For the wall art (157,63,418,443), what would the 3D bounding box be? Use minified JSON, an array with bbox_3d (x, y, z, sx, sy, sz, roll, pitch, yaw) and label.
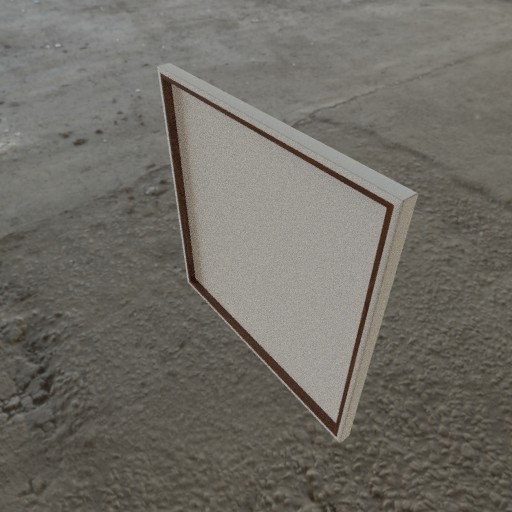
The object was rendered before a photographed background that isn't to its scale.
[{"bbox_3d":[0.000,0.000,1.138,0.037,0.757,0.757,-27,48,-28],"label":"wall art"}]
